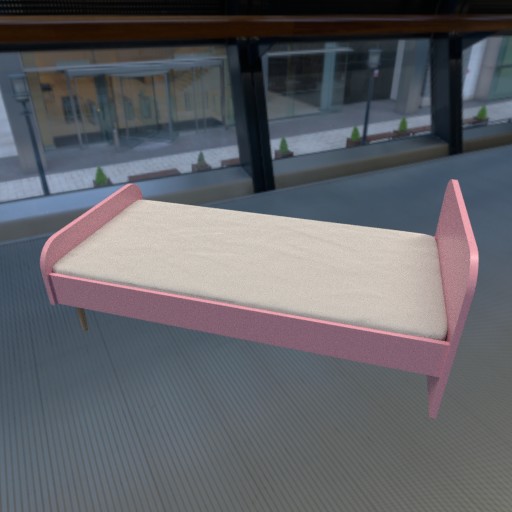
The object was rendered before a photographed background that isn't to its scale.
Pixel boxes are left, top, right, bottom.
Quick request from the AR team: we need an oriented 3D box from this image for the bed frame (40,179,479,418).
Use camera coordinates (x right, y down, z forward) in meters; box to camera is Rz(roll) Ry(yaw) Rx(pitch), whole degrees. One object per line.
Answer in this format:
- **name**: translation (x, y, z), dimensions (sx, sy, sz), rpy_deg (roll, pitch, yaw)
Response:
- **bed frame**: translation (0.000, 0.000, 2.426), dimensions (1.963, 0.805, 0.998), rpy_deg (8, 32, 14)
